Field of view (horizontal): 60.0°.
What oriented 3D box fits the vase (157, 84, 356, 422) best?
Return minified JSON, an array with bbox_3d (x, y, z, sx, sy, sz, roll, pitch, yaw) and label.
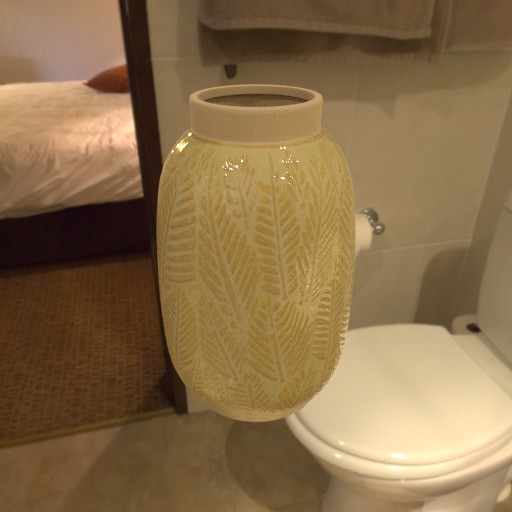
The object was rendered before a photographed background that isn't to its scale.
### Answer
[{"bbox_3d":[0.000,0.000,0.389,0.172,0.270,0.172,0,30,0],"label":"vase"}]
